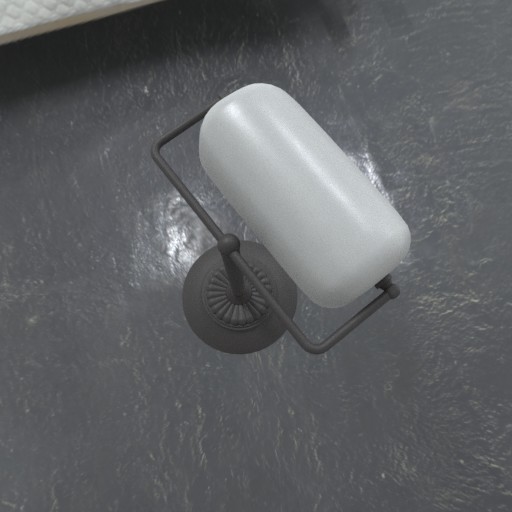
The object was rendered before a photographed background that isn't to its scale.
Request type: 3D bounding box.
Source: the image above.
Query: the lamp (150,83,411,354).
[{"bbox_3d":[0.000,0.000,0.530,0.243,0.339,0.264,-37,79,-9],"label":"lamp"}]
